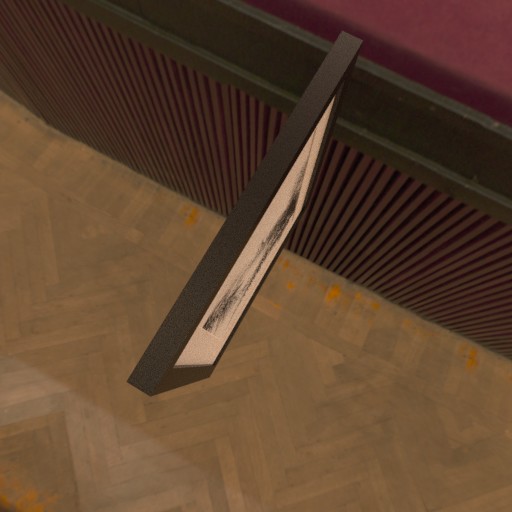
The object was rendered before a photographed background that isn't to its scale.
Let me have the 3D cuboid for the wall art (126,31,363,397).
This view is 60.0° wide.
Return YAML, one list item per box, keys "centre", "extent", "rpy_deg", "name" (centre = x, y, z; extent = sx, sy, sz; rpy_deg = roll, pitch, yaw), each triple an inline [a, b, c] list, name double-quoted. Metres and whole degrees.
- centre: [0.000, 0.000, 0.743]
  extent: [0.028, 0.557, 0.457]
  rpy_deg: [29, 78, 7]
  name: "wall art"
